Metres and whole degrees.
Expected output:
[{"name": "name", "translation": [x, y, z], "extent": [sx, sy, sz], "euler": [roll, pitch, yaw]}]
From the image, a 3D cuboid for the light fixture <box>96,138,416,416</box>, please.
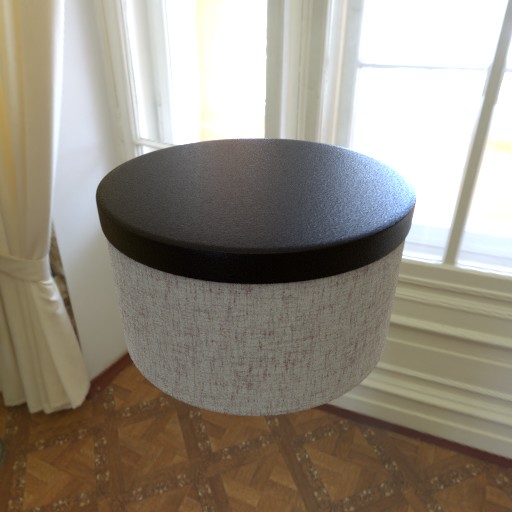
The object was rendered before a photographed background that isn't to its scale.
[{"name": "light fixture", "translation": [0.000, 0.000, 0.619], "extent": [0.389, 0.229, 0.389], "euler": [0, 30, 0]}]
